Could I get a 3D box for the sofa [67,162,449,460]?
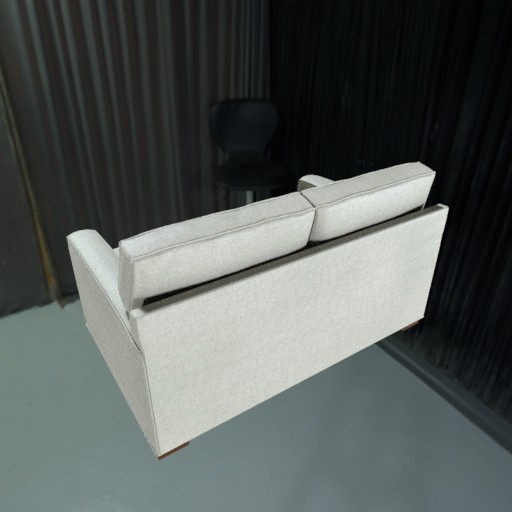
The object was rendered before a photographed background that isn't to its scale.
[{"bbox_3d":[0.000,0.000,2.101,1.484,0.853,0.940,-18,35,-29],"label":"sofa"}]
